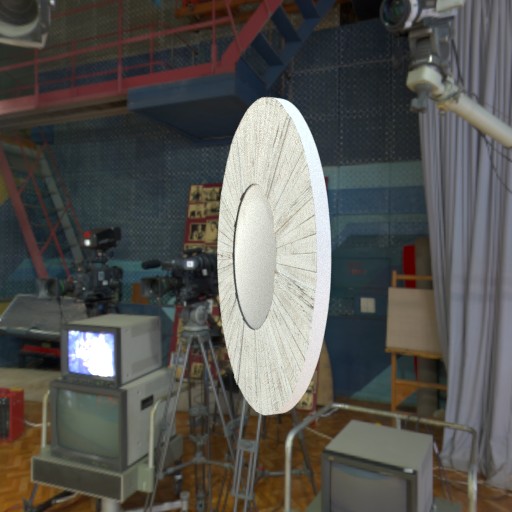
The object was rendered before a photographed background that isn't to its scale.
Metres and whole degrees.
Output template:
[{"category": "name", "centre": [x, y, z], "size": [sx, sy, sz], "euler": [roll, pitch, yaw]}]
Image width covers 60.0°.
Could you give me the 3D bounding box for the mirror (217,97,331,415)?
[{"category": "mirror", "centre": [0.000, 0.000, 1.352], "size": [0.038, 0.914, 0.914], "euler": [0, 0, -18]}]
